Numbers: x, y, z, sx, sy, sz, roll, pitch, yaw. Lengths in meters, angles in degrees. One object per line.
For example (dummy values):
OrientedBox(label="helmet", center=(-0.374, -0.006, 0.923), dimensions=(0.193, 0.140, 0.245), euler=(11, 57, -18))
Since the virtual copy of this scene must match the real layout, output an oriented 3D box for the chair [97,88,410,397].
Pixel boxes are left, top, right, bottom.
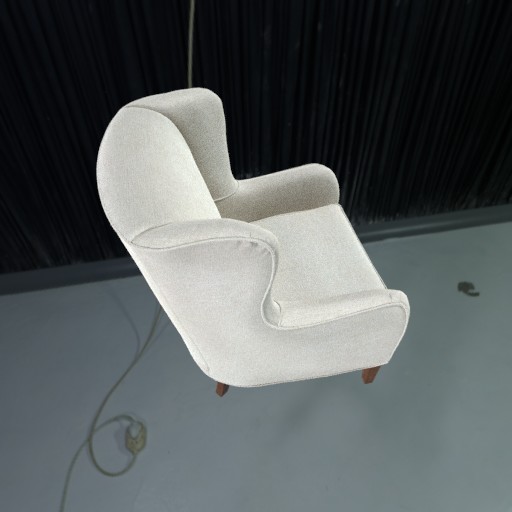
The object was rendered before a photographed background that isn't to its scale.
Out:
OrientedBox(label="chair", center=(0.000, 0.000, 1.736), dimensions=(0.966, 1.040, 0.838), euler=(-10, 47, -9))
